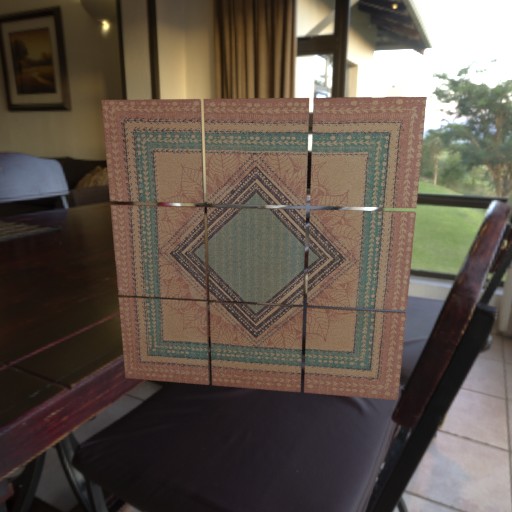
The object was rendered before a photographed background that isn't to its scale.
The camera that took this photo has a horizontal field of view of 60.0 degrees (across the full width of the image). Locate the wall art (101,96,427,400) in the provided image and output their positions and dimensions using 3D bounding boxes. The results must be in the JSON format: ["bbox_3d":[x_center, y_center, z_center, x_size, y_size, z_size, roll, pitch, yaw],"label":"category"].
[{"bbox_3d":[0.000,0.000,1.361,0.915,0.914,0.013,2,15,8],"label":"wall art"}]
